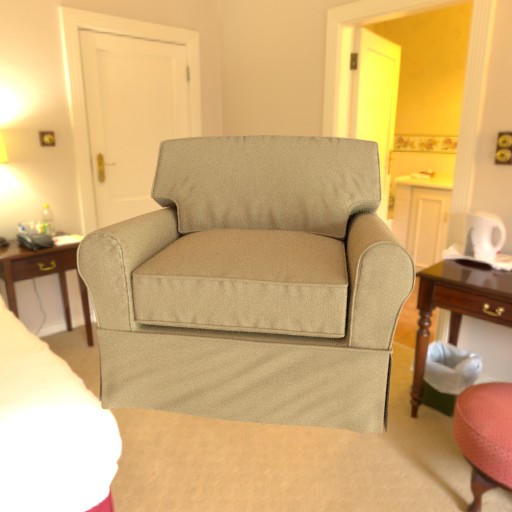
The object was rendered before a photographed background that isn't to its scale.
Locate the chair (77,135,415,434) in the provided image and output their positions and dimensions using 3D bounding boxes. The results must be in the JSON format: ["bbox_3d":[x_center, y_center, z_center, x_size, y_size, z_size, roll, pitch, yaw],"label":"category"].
[{"bbox_3d":[0.000,0.000,1.792,1.096,0.937,0.903,3,16,9],"label":"chair"}]
